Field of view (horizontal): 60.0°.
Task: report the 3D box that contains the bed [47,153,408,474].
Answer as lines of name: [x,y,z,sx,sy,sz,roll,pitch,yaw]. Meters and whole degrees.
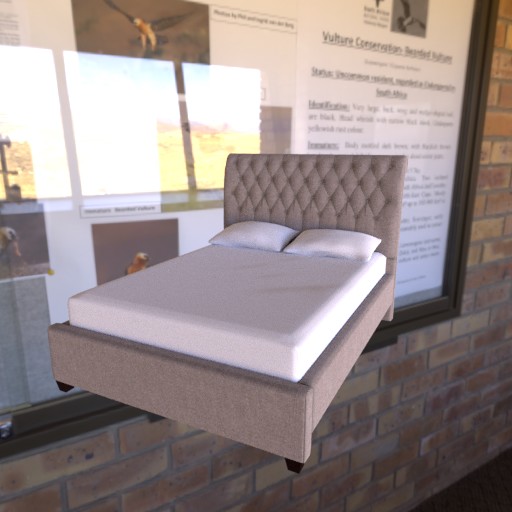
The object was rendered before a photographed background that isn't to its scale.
bed: [0.000,0.000,3.157,1.645,1.371,2.252,7,16,26]
